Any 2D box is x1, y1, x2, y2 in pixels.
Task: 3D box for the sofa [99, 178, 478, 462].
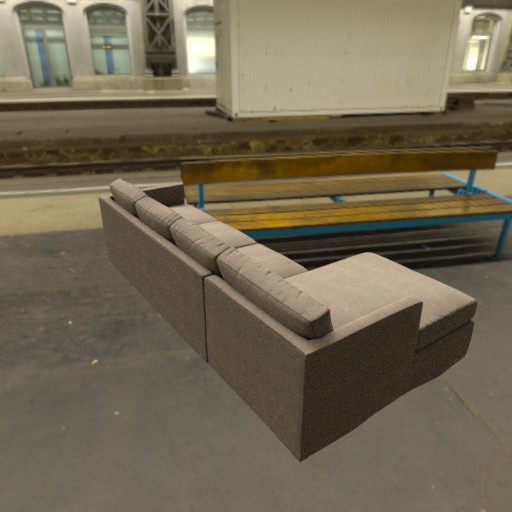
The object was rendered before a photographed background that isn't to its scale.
[{"bbox_3d":[0.000,0.000,3.825,1.650,0.922,3.205,-17,29,-32],"label":"sofa"}]
